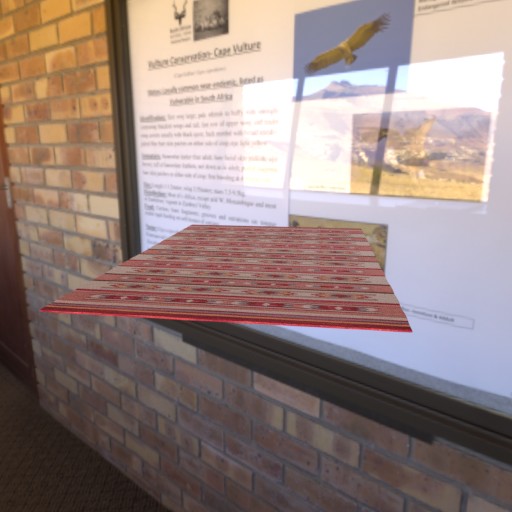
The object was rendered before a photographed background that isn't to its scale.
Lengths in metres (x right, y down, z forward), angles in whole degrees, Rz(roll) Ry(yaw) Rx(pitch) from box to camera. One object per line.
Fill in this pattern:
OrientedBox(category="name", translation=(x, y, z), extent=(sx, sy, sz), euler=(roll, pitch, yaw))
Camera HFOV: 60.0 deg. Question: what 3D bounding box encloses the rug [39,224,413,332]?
OrientedBox(category="rug", translation=(0.000, 0.000, 2.288), extent=(1.223, 0.008, 1.817), euler=(2, 13, 8))
